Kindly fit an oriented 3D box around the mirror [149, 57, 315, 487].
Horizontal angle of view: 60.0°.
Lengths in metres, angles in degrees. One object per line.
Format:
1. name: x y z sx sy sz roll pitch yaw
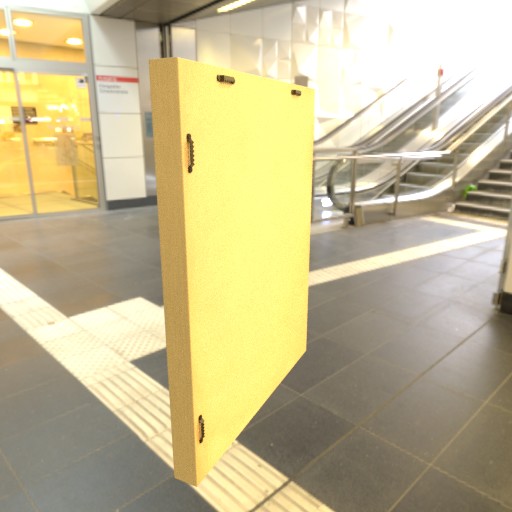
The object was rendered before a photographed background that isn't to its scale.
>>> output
1. mirror: 0.000 0.000 0.679 0.041 0.509 0.406 8 18 25
